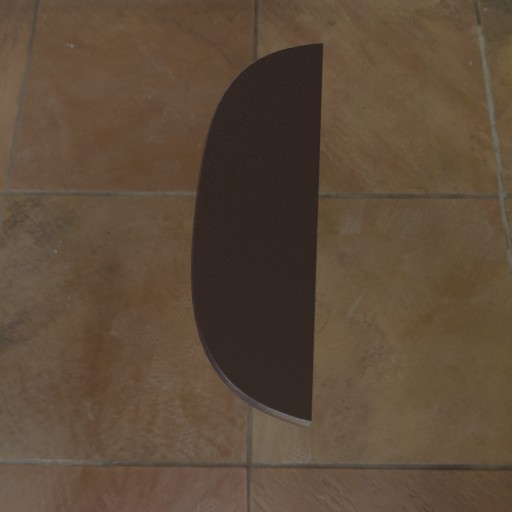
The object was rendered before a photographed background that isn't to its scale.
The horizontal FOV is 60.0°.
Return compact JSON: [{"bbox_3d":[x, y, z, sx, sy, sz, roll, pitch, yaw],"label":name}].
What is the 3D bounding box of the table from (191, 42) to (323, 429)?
[{"bbox_3d":[0.000,0.000,1.377,0.274,0.831,0.909,4,75,1],"label":"table"}]
